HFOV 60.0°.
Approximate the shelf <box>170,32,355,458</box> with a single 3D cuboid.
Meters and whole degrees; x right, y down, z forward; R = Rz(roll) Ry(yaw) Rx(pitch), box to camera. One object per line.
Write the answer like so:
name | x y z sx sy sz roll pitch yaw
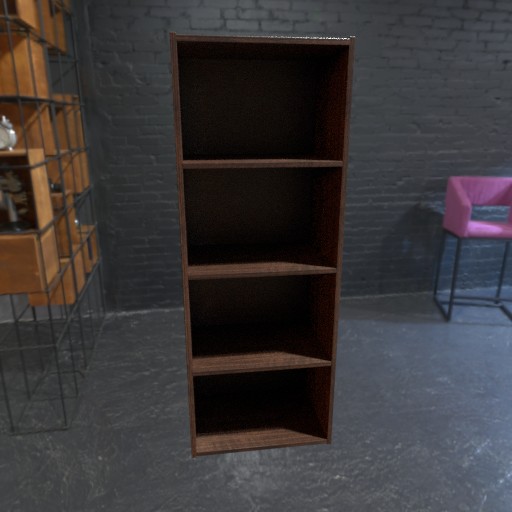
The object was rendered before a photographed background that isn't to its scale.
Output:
shelf | 0.000 0.000 1.265 0.415 1.099 0.290 -2 17 -8
